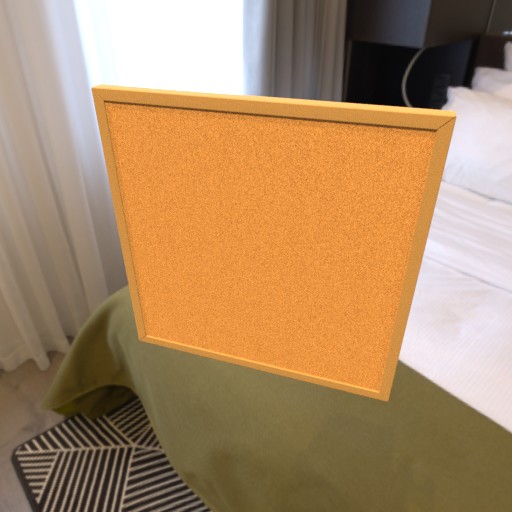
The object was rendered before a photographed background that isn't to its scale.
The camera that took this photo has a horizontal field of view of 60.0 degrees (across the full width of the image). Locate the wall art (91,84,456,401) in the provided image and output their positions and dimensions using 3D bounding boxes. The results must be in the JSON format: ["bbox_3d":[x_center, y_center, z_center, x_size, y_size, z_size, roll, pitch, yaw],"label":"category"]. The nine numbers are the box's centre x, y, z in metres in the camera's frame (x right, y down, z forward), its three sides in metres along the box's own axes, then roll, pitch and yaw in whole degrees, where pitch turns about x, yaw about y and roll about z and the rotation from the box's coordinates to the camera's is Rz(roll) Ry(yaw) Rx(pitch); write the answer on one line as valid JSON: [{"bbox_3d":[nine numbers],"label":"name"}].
[{"bbox_3d":[0.000,0.000,1.105,0.761,0.761,0.037,10,34,15],"label":"wall art"}]
